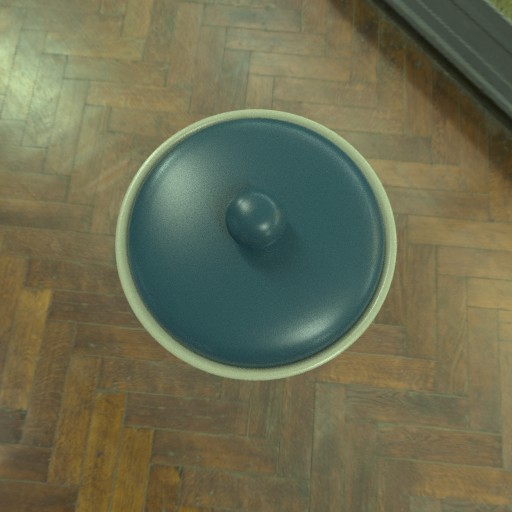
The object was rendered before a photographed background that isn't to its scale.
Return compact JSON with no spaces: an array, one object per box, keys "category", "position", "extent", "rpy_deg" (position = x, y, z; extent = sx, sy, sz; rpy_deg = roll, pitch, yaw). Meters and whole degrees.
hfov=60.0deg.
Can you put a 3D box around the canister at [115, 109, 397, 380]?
[{"category":"canister","position":[0.000,0.000,0.342],"extent":[0.181,0.211,0.181],"rpy_deg":[0,76,0]}]
